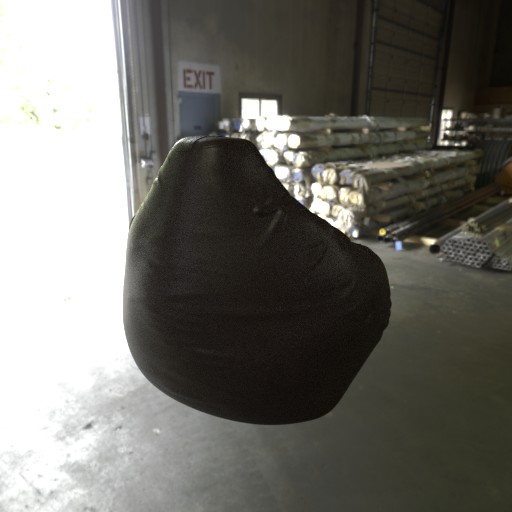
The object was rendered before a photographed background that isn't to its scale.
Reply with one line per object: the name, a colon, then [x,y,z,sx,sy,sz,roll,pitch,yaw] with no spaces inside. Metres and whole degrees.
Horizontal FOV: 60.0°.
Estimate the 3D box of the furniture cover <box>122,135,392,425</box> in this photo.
furniture cover: [0.000,0.000,1.855,1.070,0.990,1.070,9,19,26]
